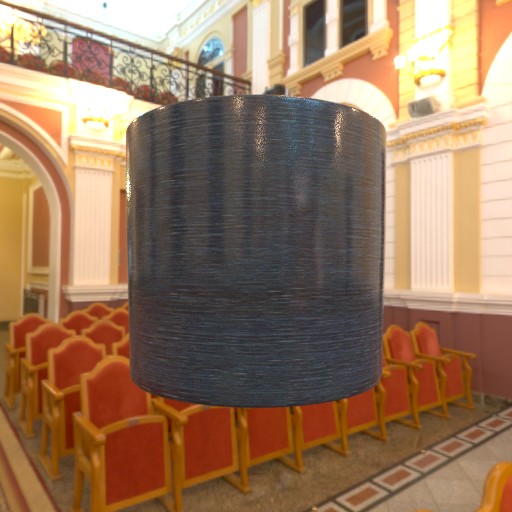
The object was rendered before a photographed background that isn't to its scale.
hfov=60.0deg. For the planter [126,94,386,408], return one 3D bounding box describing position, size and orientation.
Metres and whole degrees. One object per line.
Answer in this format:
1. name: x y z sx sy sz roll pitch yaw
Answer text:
1. planter: 0.000 0.000 0.390 0.221 0.201 0.221 0 -1 0
